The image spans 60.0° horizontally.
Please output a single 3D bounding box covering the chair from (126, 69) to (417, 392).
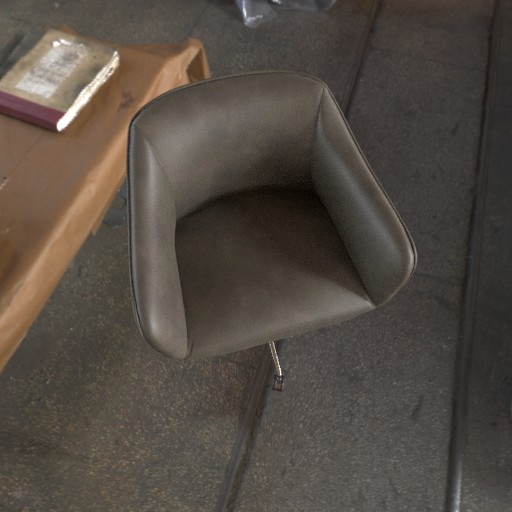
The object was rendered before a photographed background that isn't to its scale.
[{"bbox_3d":[0.000,0.000,1.359,0.713,0.827,0.689,-14,63,-7],"label":"chair"}]
